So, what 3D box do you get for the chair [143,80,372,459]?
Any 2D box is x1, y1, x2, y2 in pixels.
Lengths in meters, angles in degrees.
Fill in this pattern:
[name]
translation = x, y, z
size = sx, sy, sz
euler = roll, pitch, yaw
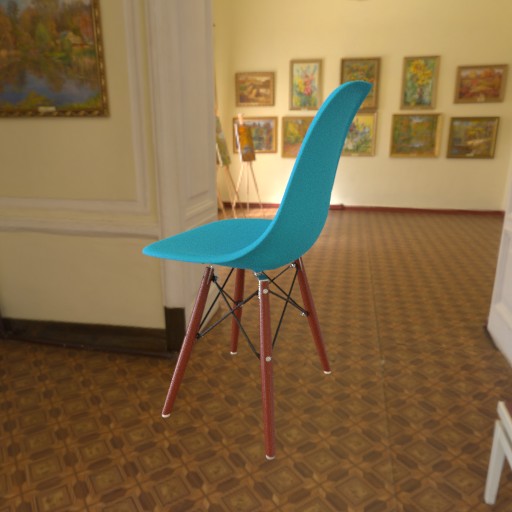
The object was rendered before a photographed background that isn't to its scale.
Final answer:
[chair]
translation = 0.000, 0.000, 1.158
size = 0.533, 0.826, 0.470
euler = 7, 17, 24
